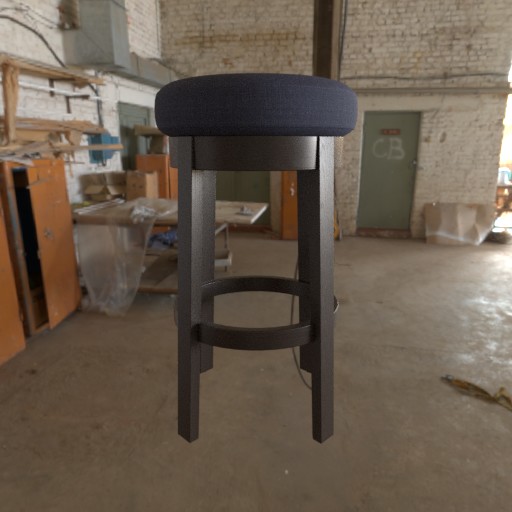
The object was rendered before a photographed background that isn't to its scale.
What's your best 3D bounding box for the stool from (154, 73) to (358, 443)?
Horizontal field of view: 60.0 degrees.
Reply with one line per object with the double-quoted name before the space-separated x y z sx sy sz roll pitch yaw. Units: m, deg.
"stool" 0.000 0.000 1.033 0.446 0.758 0.446 0 14 0
